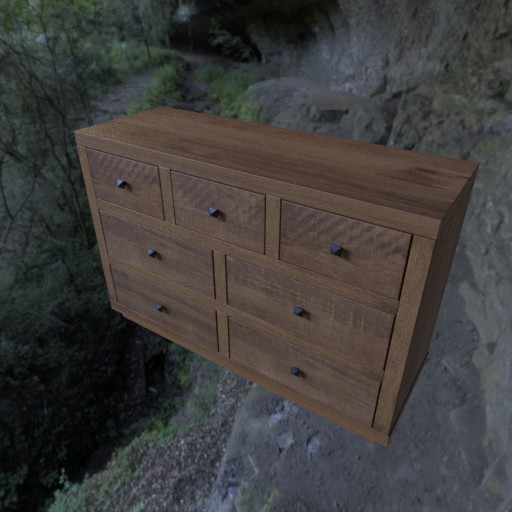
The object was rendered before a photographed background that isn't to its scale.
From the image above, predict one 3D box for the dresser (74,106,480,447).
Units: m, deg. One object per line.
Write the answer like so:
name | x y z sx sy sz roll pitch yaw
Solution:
dresser | 0.000 0.000 1.634 1.261 0.825 0.479 19 36 28
